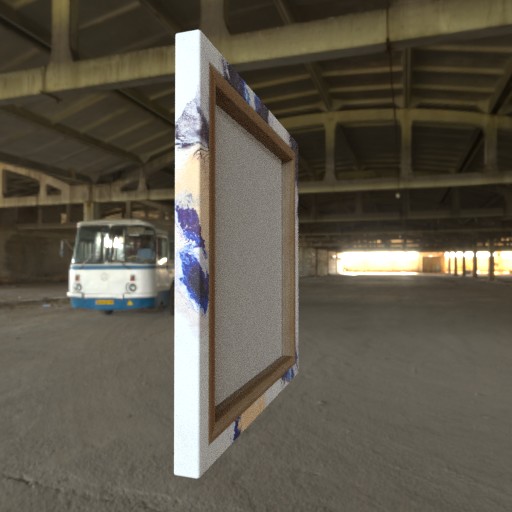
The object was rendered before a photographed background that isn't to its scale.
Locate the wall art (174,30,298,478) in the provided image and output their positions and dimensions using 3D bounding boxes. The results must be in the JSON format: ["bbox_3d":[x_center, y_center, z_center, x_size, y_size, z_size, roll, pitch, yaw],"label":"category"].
[{"bbox_3d":[0.000,0.000,0.892,0.039,0.609,0.609,0,-1,18],"label":"wall art"}]
